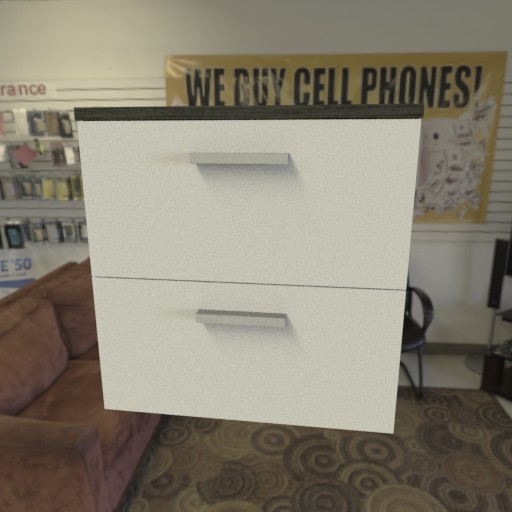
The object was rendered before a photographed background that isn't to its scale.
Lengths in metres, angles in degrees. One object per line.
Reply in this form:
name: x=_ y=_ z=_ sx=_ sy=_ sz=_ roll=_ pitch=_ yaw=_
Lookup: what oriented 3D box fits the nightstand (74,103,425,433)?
nightstand: x=0.000 y=0.000 z=0.748 sx=0.441 sy=0.460 sz=0.325 roll=2 pitch=15 yaw=8
